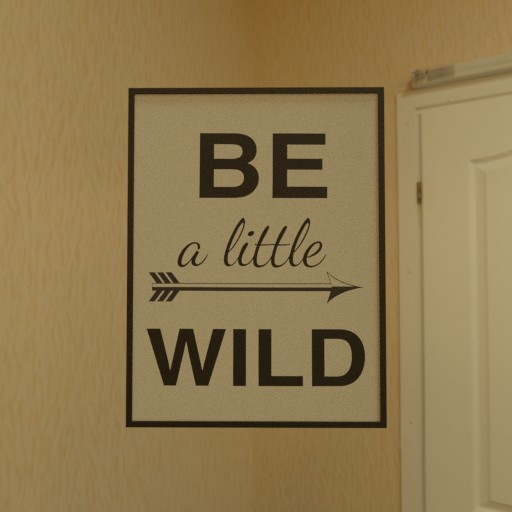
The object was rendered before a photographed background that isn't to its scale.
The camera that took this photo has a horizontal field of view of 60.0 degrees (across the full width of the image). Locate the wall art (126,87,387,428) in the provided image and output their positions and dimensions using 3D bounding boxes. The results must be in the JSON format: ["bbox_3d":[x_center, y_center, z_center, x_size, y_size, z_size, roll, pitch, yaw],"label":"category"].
[{"bbox_3d":[0.000,0.000,1.401,0.806,1.062,0.038,0,-2,1],"label":"wall art"}]
